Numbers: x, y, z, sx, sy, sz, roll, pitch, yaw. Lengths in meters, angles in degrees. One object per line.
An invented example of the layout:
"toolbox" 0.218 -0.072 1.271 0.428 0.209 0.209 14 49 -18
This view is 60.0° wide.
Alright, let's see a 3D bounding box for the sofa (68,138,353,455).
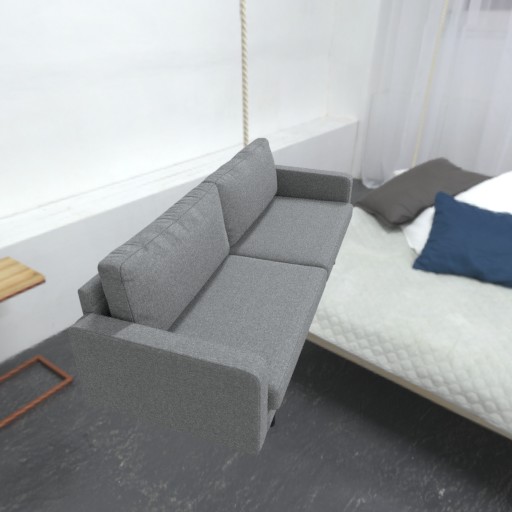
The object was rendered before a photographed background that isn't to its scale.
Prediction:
"sofa" 0.000 0.000 2.658 0.880 0.880 2.200 10 32 17
